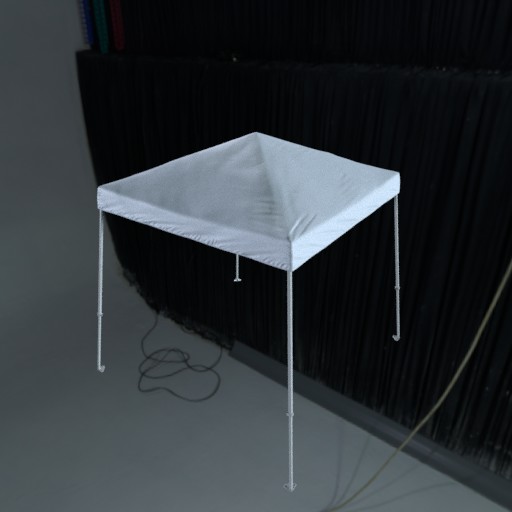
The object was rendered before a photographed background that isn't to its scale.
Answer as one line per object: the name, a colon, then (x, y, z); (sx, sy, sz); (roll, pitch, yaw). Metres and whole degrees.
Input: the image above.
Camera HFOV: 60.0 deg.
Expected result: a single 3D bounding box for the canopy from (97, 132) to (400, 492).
canopy: (0.000, 0.000, 6.574); (3.599, 3.600, 3.600); (18, 32, 31)
